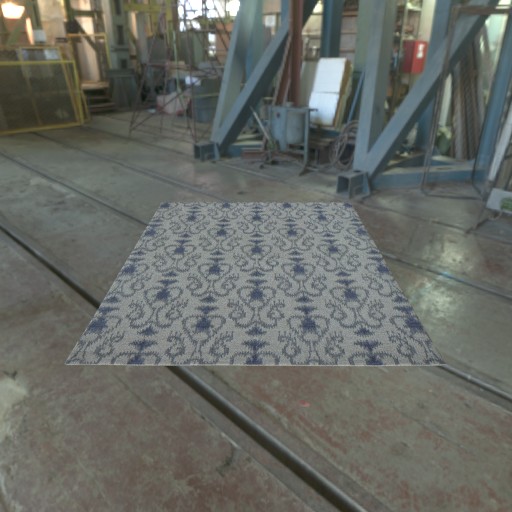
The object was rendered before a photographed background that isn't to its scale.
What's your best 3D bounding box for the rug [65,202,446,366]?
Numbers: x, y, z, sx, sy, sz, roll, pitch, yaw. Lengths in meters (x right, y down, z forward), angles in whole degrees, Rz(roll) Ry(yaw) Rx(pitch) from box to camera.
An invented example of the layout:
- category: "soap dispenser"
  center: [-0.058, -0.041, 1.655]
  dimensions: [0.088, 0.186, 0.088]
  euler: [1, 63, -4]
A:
- category: "rug"
  center: [0.000, 0.000, 4.261]
  dimensions: [2.437, 0.015, 3.205]
  euler: [0, 26, 0]
